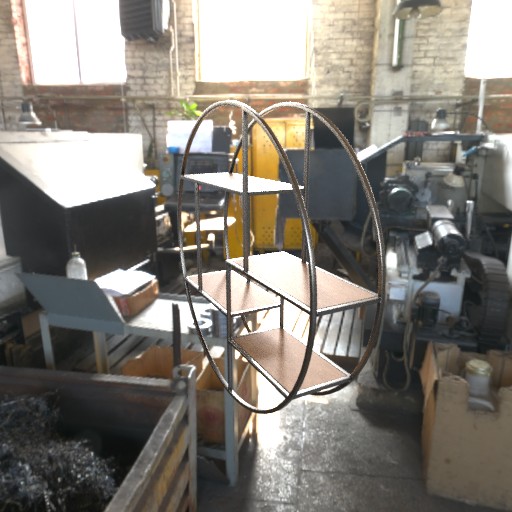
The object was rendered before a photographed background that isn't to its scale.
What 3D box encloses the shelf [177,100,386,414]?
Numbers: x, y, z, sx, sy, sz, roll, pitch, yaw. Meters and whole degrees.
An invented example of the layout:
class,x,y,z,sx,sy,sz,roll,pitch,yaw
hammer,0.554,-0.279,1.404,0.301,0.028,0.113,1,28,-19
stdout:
class,x,y,z,sx,sy,sz,roll,pitch,yaw
shelf,0.000,0.000,1.348,0.202,0.888,0.888,-8,18,-27
